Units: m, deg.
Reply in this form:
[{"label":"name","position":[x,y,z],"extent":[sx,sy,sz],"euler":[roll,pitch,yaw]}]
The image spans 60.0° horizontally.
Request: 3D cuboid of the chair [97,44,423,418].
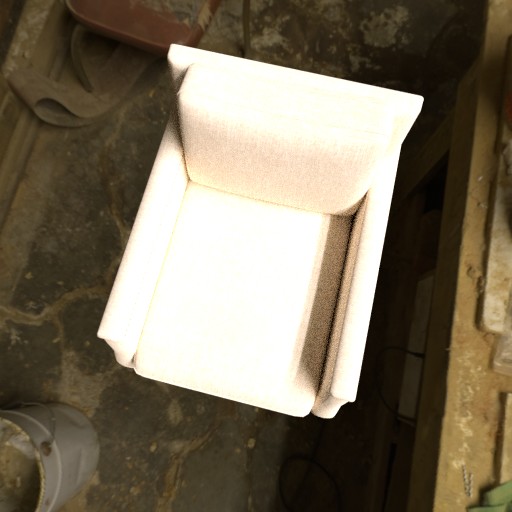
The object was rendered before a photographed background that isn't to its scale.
[{"label":"chair","position":[0.000,0.000,1.669],"extent":[0.838,0.940,1.041],"euler":[13,76,4]}]
